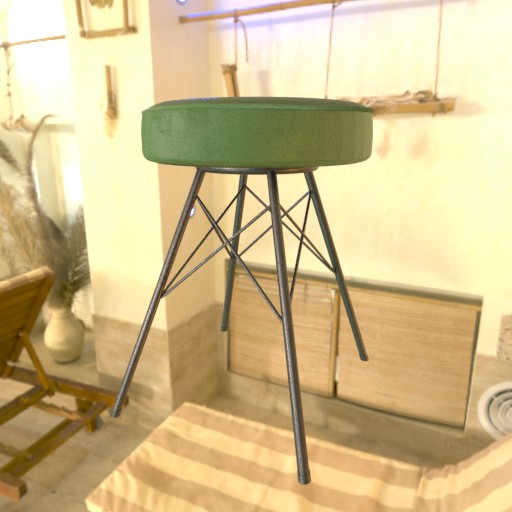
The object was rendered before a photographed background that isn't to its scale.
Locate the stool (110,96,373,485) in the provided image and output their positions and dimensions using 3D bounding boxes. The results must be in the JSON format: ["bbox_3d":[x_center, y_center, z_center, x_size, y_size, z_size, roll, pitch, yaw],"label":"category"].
[{"bbox_3d":[0.000,0.000,0.905,0.430,0.595,0.457,7,17,25],"label":"stool"}]
